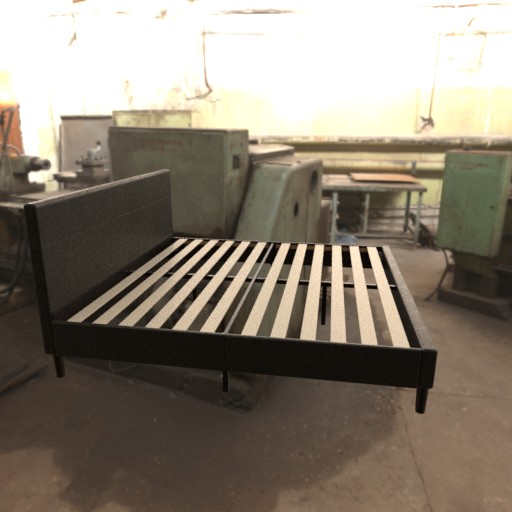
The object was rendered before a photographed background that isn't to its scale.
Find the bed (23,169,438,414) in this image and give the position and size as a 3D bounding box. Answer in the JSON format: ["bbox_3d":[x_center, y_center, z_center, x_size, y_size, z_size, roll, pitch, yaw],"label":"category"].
[{"bbox_3d":[0.000,0.000,3.253,2.152,1.046,2.018,3,17,9],"label":"bed"}]
